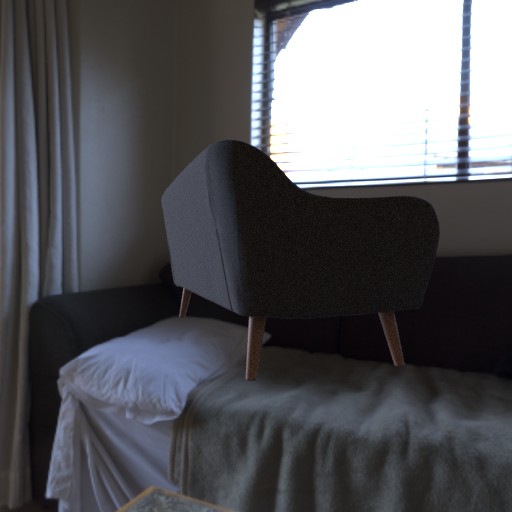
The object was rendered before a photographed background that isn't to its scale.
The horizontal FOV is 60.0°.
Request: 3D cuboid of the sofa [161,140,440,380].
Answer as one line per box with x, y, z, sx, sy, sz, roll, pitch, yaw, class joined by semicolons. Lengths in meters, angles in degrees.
0.000;0.000;2.301;0.820;0.820;1.840;0;1;-18;sofa
